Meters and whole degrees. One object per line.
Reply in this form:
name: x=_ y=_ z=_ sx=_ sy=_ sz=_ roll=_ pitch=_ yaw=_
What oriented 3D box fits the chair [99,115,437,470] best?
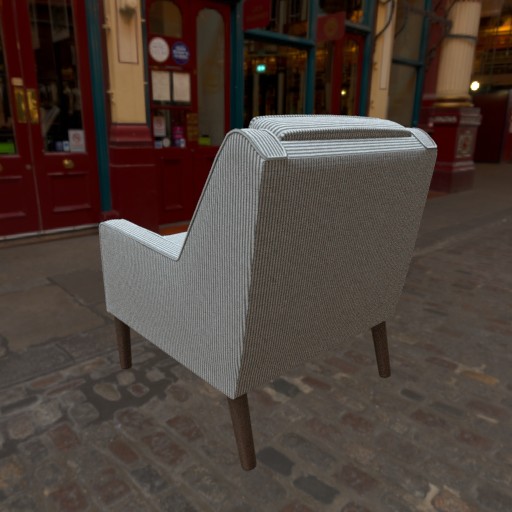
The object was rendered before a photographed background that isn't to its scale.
chair: x=0.000 y=0.000 z=1.322 sx=0.663 sy=0.792 sz=0.743 roll=-14 pitch=22 yaw=-40
